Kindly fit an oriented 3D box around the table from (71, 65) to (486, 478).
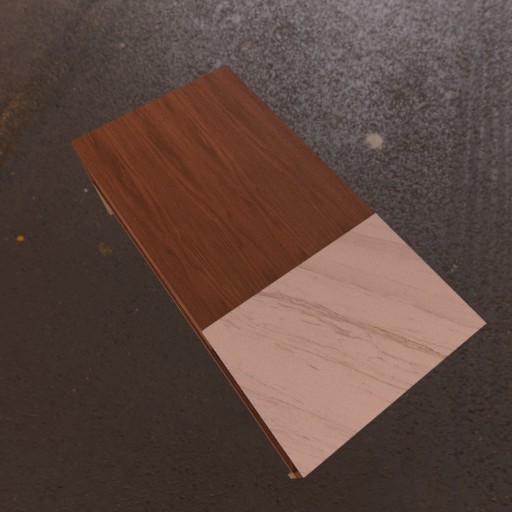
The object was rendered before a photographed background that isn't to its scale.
[{"bbox_3d":[0.000,0.000,1.918,0.789,0.551,1.553,-33,68,-16],"label":"table"}]
